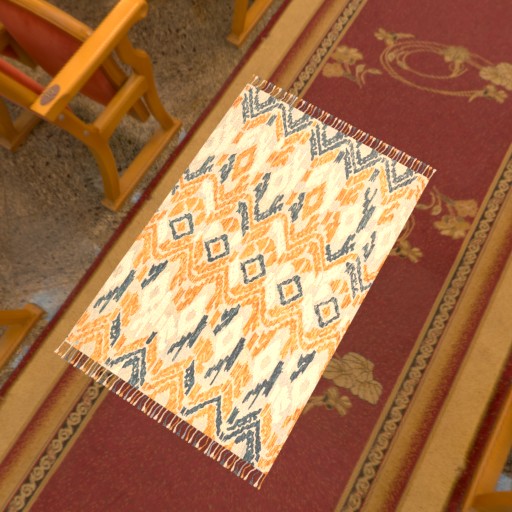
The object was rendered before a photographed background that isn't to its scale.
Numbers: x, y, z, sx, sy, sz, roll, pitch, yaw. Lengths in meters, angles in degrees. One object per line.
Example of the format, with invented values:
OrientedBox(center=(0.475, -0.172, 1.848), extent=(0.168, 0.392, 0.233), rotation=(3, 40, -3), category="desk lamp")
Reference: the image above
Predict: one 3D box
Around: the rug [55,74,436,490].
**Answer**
OrientedBox(center=(0.000, 0.000, 2.984), extent=(1.533, 0.010, 2.428), rotation=(30, 77, 8), category="rug")
